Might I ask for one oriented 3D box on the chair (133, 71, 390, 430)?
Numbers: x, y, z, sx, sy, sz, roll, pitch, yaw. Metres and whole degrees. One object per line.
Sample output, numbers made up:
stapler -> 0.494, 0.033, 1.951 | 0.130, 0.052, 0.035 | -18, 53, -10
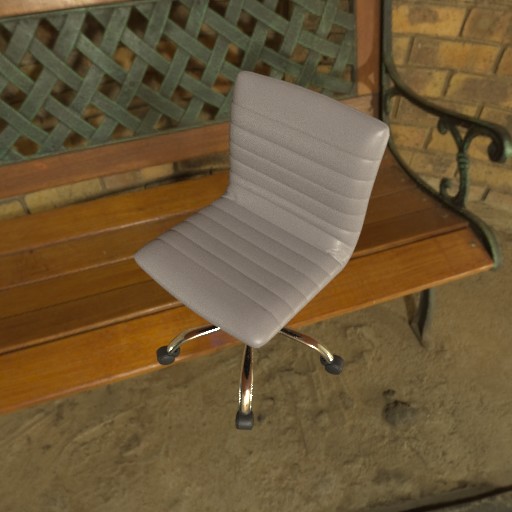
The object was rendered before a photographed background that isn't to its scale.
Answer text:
chair -> 0.000, 0.000, 1.143 | 0.569, 0.750, 0.542 | 31, 54, 26
